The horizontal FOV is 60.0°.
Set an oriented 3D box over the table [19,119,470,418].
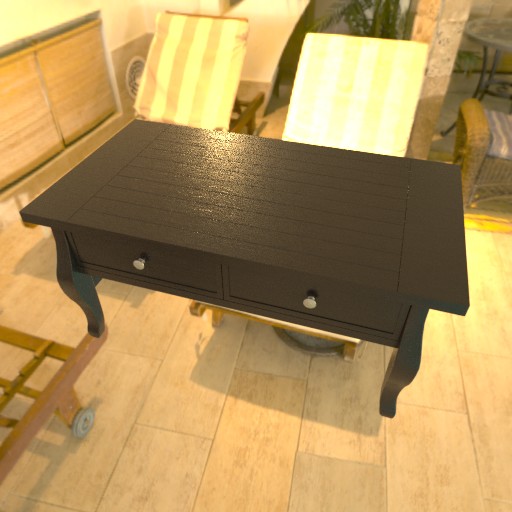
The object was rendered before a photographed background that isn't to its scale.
[{"bbox_3d":[0.000,0.000,1.360,1.062,0.494,0.600,12,42,13],"label":"table"}]
